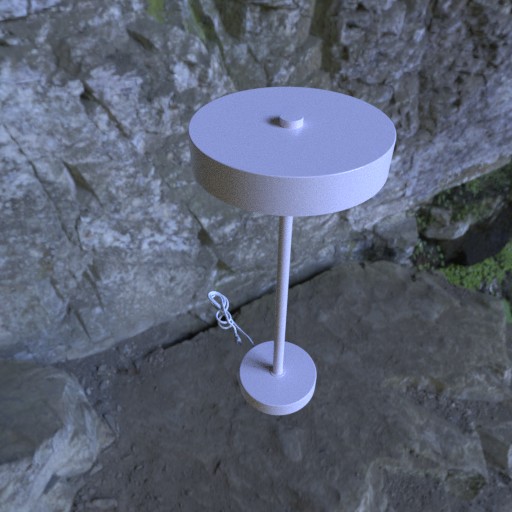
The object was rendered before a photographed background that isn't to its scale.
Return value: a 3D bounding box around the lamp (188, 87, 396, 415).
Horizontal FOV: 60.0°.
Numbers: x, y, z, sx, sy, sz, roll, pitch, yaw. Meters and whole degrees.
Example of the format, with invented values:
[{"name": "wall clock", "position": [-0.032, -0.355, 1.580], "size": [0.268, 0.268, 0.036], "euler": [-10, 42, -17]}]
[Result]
[{"name": "lamp", "position": [0.000, 0.000, 0.699], "size": [0.229, 0.508, 0.369], "euler": [-24, 46, -25]}]
